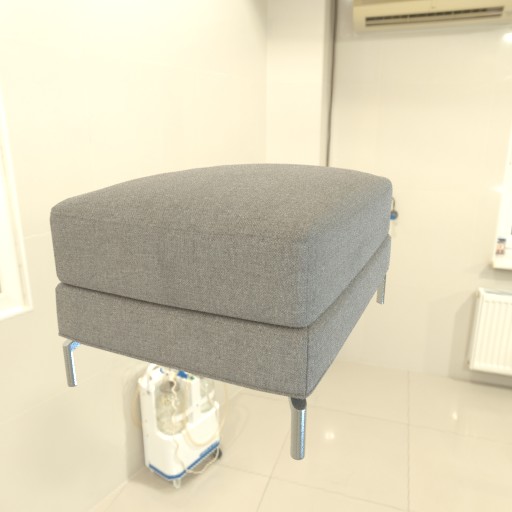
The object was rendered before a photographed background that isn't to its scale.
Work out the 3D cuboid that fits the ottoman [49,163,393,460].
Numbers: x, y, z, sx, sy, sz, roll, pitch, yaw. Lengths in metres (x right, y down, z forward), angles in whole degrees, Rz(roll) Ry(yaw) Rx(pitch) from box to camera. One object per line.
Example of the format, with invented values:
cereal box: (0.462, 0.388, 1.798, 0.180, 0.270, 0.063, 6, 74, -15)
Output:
ottoman: (0.000, 0.000, 1.162, 0.584, 0.457, 0.838, 7, 17, 24)
